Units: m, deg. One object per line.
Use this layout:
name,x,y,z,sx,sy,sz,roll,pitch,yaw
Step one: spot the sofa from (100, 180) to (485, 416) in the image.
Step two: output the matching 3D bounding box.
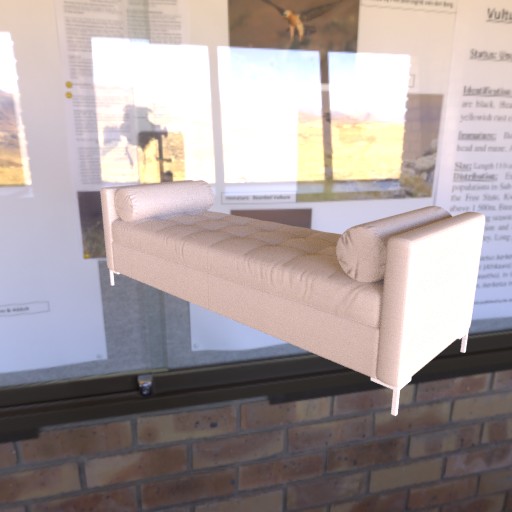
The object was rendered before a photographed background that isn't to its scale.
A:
sofa,0.000,0.000,2.326,1.981,0.635,0.686,14,21,42
